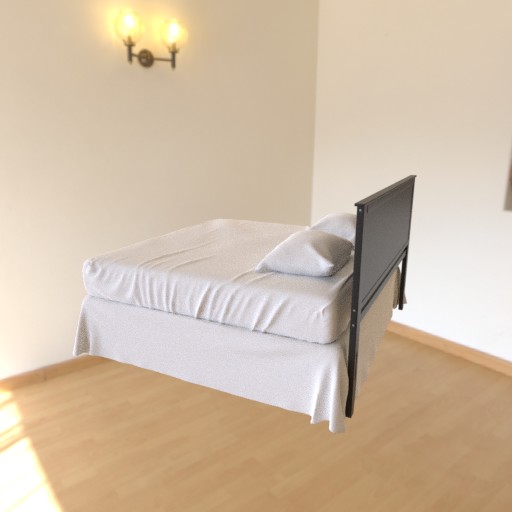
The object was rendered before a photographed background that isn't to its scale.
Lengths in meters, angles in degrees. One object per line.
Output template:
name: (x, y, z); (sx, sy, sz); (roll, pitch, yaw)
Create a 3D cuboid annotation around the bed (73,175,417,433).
bed: (0.000, 0.000, 3.723); (2.219, 1.271, 2.315); (7, 17, 26)
